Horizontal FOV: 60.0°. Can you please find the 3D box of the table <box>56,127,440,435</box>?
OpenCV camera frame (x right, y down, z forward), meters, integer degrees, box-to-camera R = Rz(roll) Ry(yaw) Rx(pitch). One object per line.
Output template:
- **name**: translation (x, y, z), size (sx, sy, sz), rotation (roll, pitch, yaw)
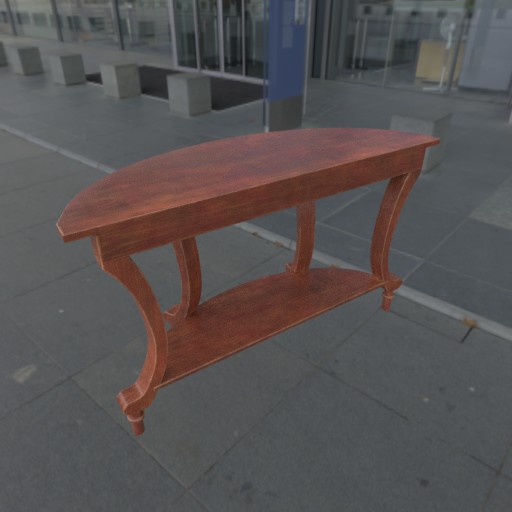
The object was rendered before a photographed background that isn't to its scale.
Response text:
- **table**: translation (0.000, 0.000, 1.495), size (1.198, 0.699, 0.394), rotation (-19, 36, -28)
